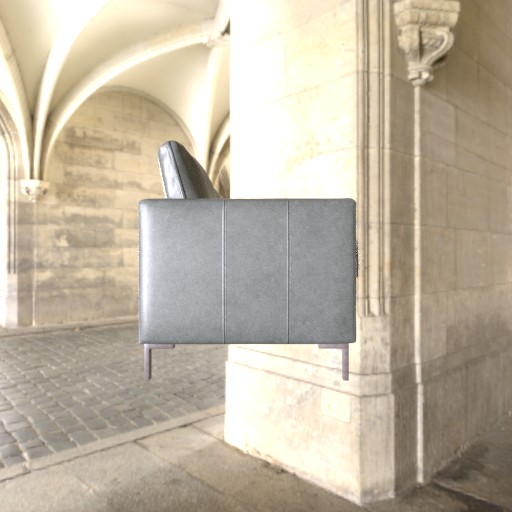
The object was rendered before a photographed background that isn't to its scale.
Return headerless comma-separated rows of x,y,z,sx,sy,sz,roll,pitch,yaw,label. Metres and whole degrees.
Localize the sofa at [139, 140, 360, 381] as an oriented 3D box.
0.000,0.000,2.395,0.748,0.805,2.029,0,0,0,sofa
